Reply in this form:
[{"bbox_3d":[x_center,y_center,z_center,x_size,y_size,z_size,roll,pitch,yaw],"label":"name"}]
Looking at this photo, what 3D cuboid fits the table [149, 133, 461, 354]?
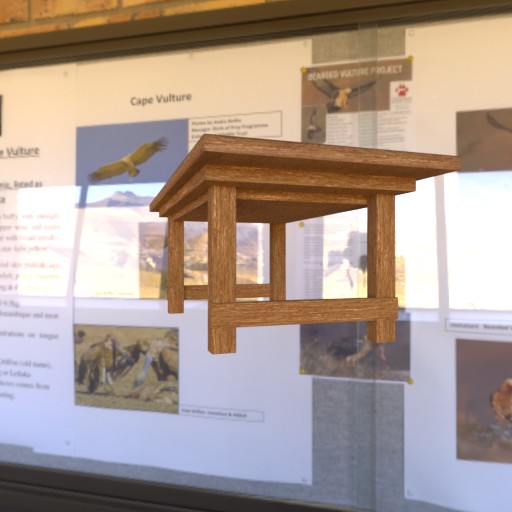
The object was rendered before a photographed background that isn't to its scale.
[{"bbox_3d":[0.000,0.000,2.478,1.000,0.762,1.982,0,0,-18],"label":"table"}]
